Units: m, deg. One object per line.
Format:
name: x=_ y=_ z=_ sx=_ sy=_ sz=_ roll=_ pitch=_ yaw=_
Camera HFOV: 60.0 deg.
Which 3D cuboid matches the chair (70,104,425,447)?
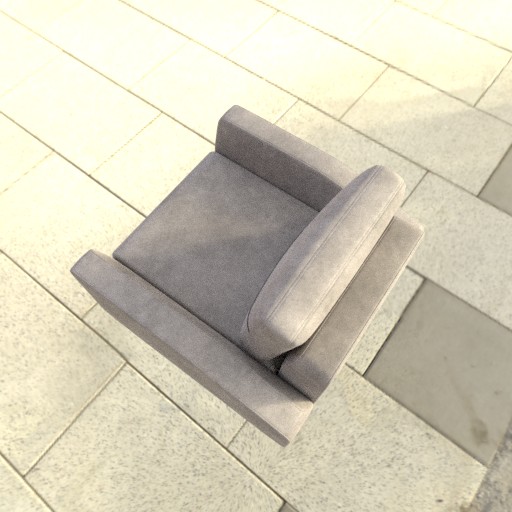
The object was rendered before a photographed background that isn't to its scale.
chair: x=0.000 y=0.000 z=1.587 sx=0.900 sy=0.800 sz=0.900 roll=33 pitch=68 yaw=15
